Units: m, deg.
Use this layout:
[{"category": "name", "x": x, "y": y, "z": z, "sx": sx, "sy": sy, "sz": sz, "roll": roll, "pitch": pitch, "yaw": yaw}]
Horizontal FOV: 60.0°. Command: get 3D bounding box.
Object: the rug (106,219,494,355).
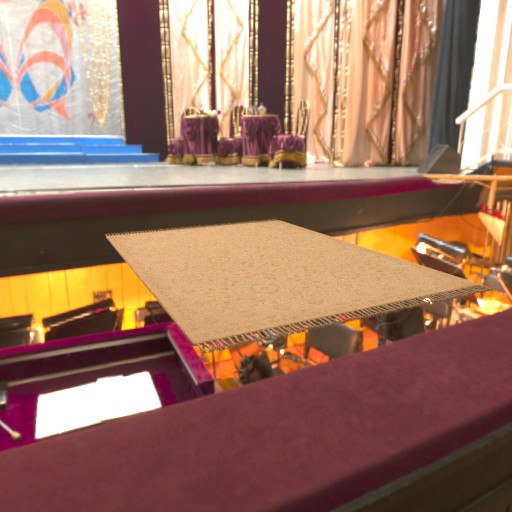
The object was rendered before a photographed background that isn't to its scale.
[{"category": "rug", "x": 0.000, "y": 0.000, "z": 2.258, "sx": 1.223, "sy": 0.015, "sz": 1.771, "roll": -7, "pitch": 16, "yaw": -26}]
